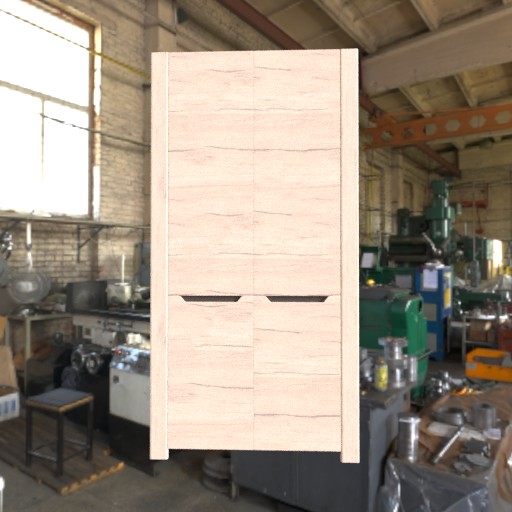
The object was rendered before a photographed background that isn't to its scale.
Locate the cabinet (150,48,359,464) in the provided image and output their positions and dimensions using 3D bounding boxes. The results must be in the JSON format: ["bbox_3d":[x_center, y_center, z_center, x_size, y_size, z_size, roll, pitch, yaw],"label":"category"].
[{"bbox_3d":[0.000,0.000,2.366,0.980,1.930,0.580,0,-1,2],"label":"cabinet"}]
